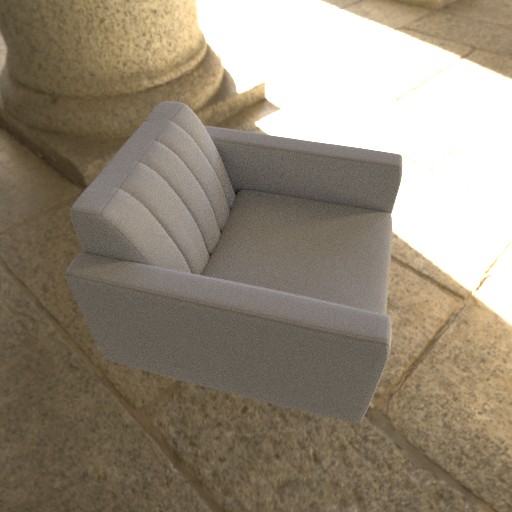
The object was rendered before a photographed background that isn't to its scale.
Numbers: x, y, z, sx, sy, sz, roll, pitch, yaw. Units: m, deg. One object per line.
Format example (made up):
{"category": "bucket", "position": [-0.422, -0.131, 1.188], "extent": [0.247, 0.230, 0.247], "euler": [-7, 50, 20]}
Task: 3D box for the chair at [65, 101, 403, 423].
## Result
{"category": "chair", "position": [0.000, 0.000, 1.696], "extent": [0.998, 0.819, 0.953], "euler": [11, 48, 10]}
